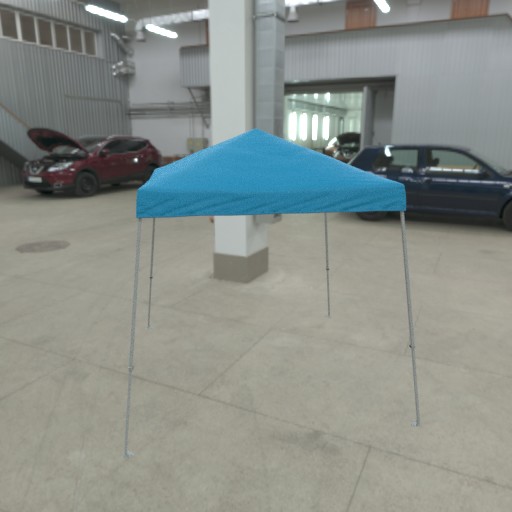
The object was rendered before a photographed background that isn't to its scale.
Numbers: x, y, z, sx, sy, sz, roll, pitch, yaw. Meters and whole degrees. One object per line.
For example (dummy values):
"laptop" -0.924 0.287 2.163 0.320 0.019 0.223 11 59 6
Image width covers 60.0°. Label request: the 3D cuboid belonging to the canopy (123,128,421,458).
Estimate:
"canopy" 0.000 0.000 6.512 3.600 3.600 3.599 -2 15 -9
